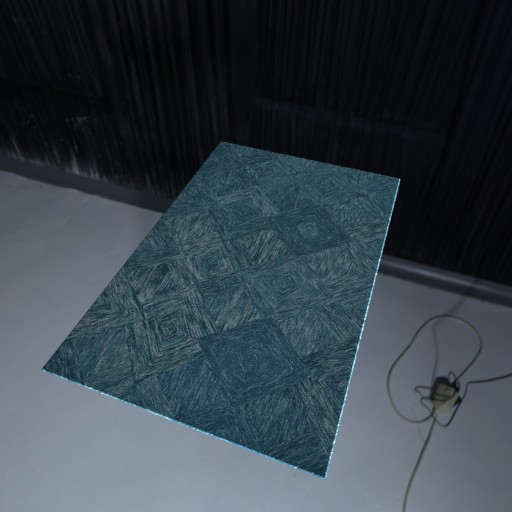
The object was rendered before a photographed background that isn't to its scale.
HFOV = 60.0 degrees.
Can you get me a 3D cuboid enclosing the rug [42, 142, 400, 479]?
[{"bbox_3d":[0.000,0.000,2.820,1.490,0.015,2.277,15,48,14],"label":"rug"}]
